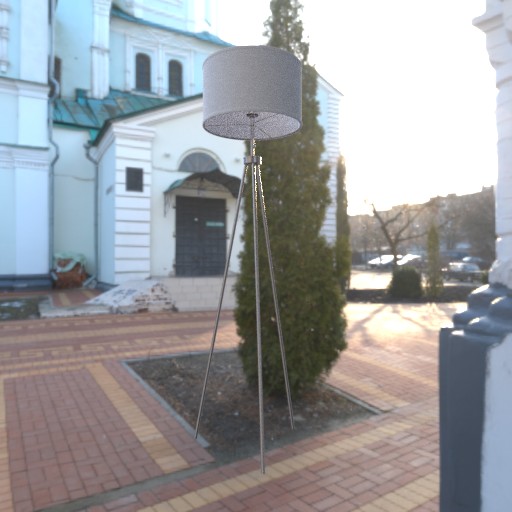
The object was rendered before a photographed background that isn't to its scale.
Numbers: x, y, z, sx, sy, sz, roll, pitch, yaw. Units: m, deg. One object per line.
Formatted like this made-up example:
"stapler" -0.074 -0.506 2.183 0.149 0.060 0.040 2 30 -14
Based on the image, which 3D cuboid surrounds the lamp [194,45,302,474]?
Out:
"lamp" 0.000 0.000 1.799 0.448 1.545 0.458 0 0 -18
